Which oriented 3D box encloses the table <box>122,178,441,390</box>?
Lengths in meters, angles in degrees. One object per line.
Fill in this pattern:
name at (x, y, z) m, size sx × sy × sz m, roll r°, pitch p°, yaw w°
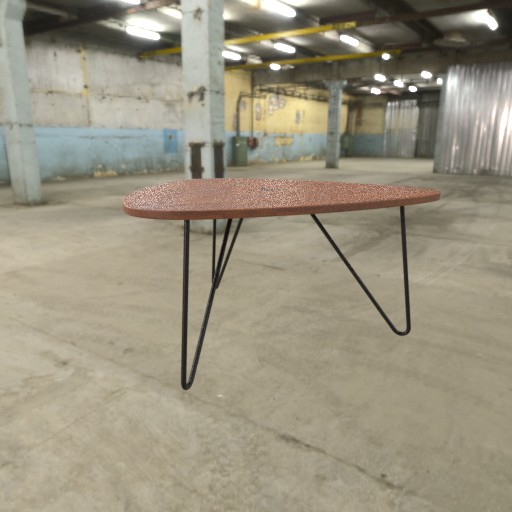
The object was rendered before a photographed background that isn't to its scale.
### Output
table at (0.000, 0.000, 1.339) m, size 0.833 × 0.413 × 0.821 m, roll -7°, pitch 16°, yaw -26°
